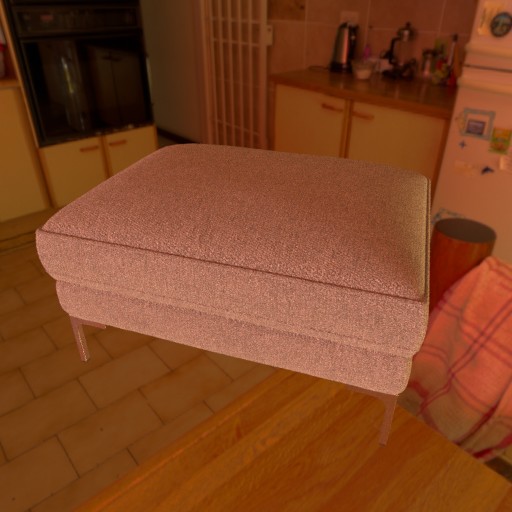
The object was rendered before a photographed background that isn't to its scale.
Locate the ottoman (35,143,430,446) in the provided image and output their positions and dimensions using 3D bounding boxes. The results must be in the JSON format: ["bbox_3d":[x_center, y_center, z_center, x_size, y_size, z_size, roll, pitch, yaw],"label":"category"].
[{"bbox_3d":[0.000,0.000,1.115,0.785,0.464,0.583,10,33,16],"label":"ottoman"}]
